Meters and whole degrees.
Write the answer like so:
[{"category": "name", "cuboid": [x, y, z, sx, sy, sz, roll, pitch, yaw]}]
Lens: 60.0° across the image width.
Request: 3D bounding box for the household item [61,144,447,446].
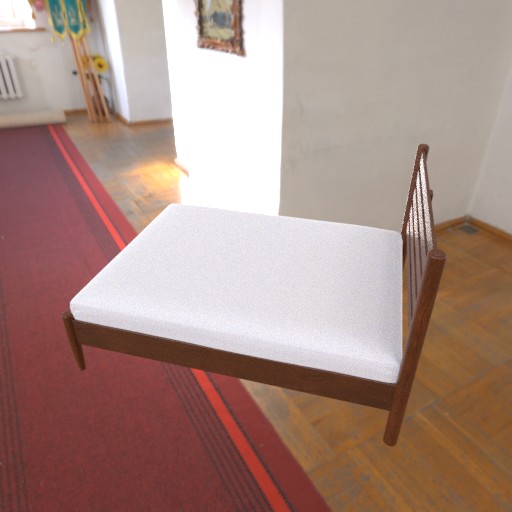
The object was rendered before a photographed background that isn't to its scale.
[{"category": "household item", "cuboid": [0.000, 0.000, 3.251, 2.232, 1.356, 1.663, 8, 33, 13]}]
